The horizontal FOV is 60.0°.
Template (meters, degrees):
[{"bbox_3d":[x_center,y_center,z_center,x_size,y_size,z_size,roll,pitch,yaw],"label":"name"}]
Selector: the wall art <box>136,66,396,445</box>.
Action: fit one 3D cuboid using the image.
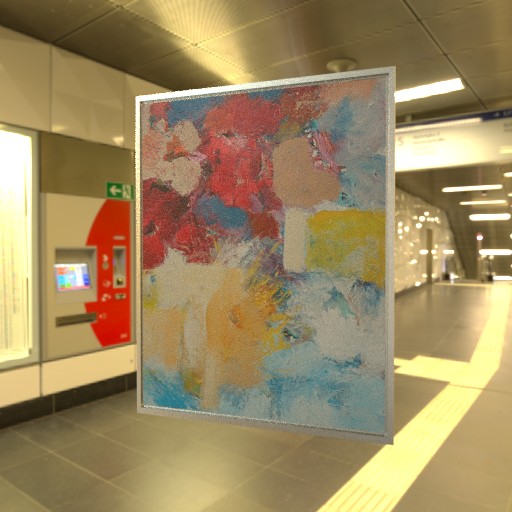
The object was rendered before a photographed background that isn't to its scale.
[{"bbox_3d":[0.000,0.000,0.743,0.444,0.569,0.025,0,1,17],"label":"wall art"}]
